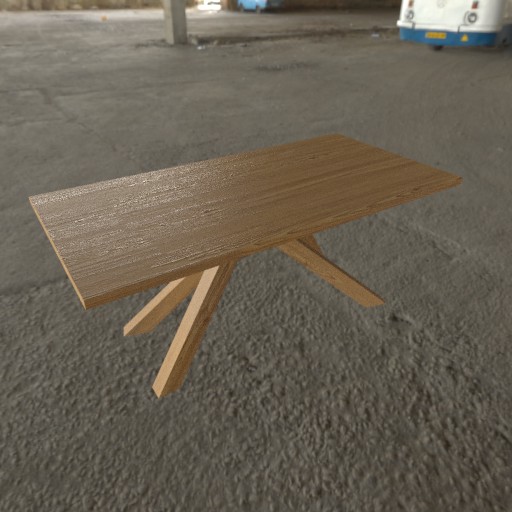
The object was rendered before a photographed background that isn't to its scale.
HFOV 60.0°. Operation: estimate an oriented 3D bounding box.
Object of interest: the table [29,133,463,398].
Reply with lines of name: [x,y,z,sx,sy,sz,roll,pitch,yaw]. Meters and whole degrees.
table: [0.000,0.000,2.239,1.797,0.750,0.901,-19,36,-28]
